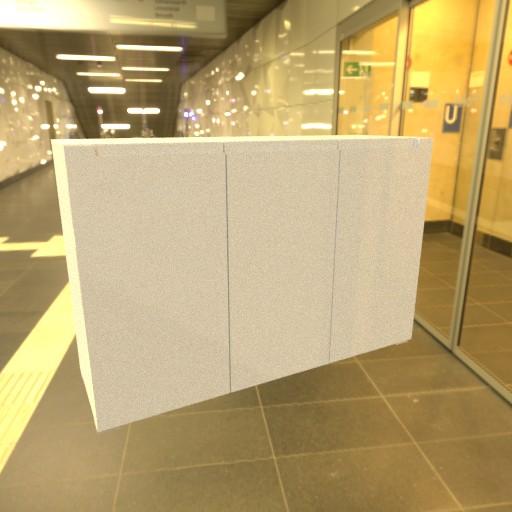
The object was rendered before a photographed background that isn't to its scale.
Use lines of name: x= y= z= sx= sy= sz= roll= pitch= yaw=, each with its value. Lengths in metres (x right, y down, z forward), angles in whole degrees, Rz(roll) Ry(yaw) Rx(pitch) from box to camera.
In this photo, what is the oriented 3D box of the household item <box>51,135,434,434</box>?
household item: x=0.000 y=0.000 z=1.691 sx=1.300 sy=0.867 sz=0.420 roll=-9 pitch=19 yaw=-27
